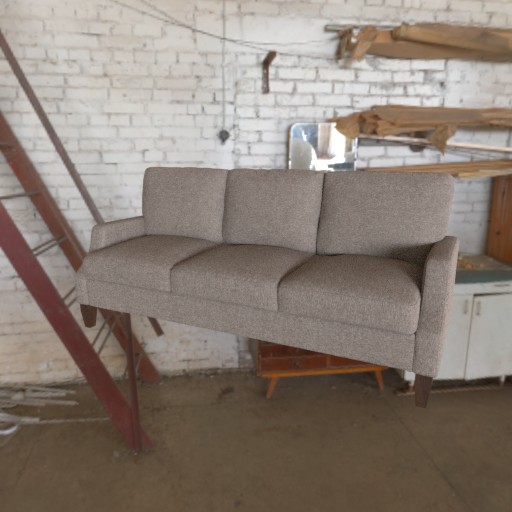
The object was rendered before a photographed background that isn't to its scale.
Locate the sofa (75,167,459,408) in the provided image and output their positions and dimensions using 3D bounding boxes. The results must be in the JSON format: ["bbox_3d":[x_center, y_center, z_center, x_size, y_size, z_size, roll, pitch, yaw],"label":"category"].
[{"bbox_3d":[0.000,0.000,2.590,2.115,0.984,0.888,7,15,26],"label":"sofa"}]
